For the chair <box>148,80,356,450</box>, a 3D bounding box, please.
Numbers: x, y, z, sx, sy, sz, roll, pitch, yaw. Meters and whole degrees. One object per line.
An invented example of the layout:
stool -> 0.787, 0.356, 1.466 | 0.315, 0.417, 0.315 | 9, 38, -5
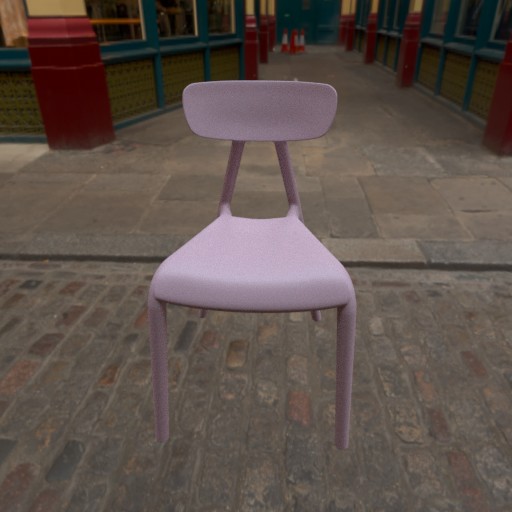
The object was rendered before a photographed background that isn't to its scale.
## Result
chair -> 0.000, 0.000, 0.846 | 0.356, 0.580, 0.401 | 1, 29, 2
